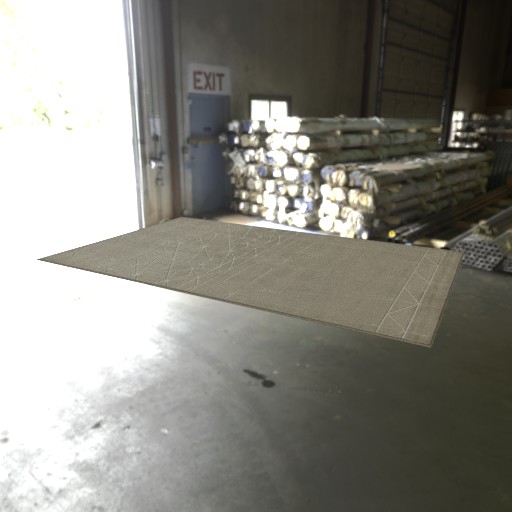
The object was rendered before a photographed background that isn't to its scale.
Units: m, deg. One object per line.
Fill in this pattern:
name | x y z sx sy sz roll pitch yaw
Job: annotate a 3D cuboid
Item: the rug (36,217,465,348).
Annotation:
rug | 0.000 0.000 2.973 2.438 0.012 1.524 9 19 27
